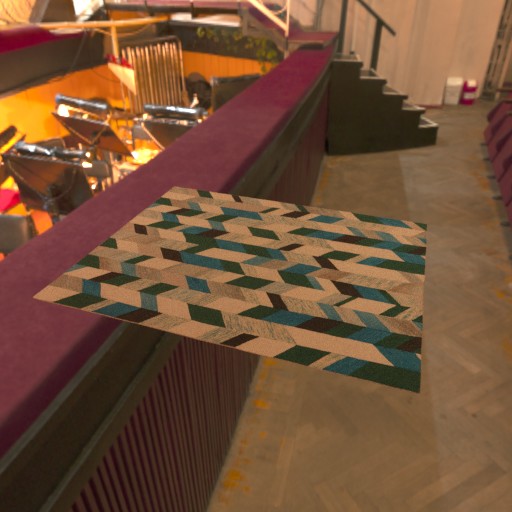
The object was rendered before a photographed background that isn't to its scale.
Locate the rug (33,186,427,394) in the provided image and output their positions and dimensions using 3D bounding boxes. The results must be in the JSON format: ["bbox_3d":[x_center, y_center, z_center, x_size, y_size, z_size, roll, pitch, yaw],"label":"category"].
[{"bbox_3d":[0.000,0.000,4.178,3.036,0.008,2.440,11,33,16],"label":"rug"}]
